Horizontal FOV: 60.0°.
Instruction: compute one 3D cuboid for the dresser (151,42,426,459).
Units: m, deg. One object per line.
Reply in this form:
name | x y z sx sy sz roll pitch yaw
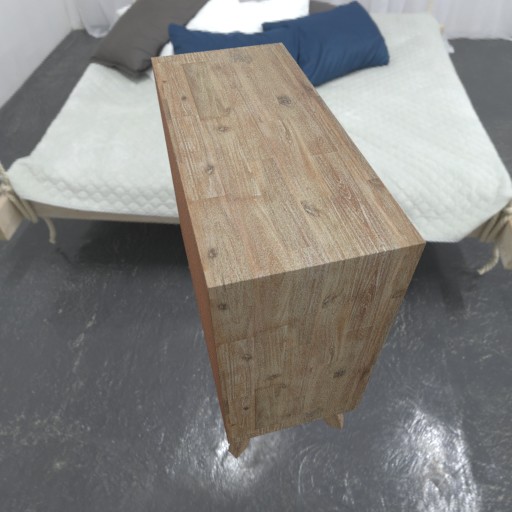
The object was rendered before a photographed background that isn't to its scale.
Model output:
dresser | 0.000 0.000 1.571 0.455 1.029 0.998 -11 49 -10
